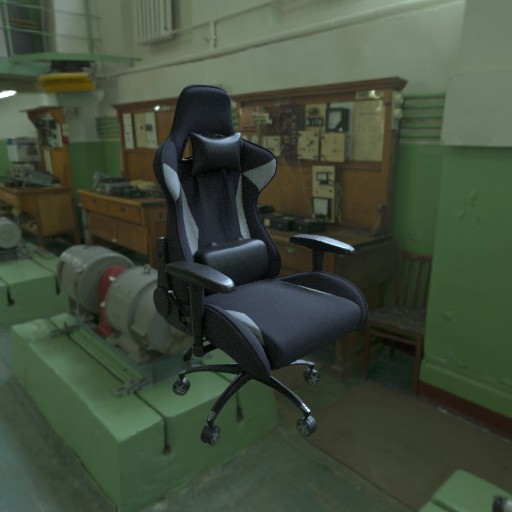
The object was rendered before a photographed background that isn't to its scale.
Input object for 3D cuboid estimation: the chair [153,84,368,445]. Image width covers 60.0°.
[{"bbox_3d":[0.000,0.000,1.727,0.730,1.300,0.695,-14,20,-42],"label":"chair"}]
